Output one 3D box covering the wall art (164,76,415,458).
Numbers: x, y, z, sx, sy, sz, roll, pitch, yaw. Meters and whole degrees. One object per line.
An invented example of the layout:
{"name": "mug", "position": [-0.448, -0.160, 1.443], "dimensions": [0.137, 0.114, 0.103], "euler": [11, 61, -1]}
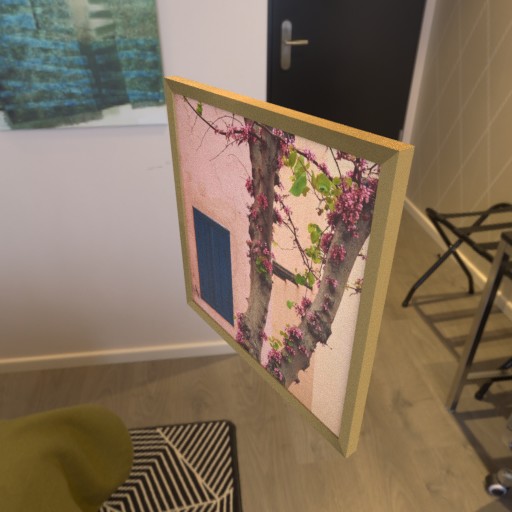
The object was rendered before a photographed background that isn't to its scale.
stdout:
{"name": "wall art", "position": [0.000, 0.000, 1.137], "dimensions": [0.038, 0.762, 0.762], "euler": [-22, 38, -31]}
